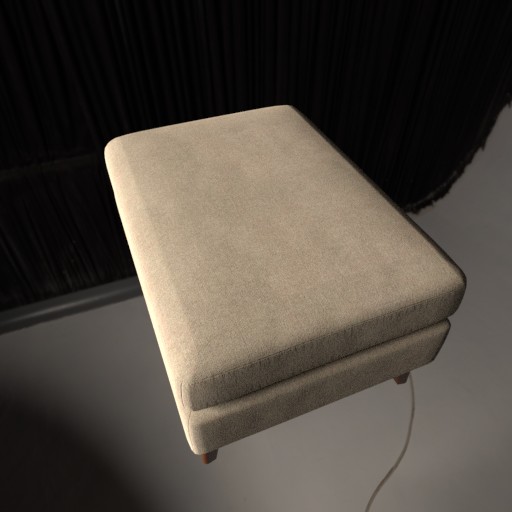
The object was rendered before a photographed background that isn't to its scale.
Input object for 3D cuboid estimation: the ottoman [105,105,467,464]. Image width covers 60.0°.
[{"bbox_3d":[0.000,0.000,1.182,0.610,0.478,0.823,-16,47,-16],"label":"ottoman"}]
